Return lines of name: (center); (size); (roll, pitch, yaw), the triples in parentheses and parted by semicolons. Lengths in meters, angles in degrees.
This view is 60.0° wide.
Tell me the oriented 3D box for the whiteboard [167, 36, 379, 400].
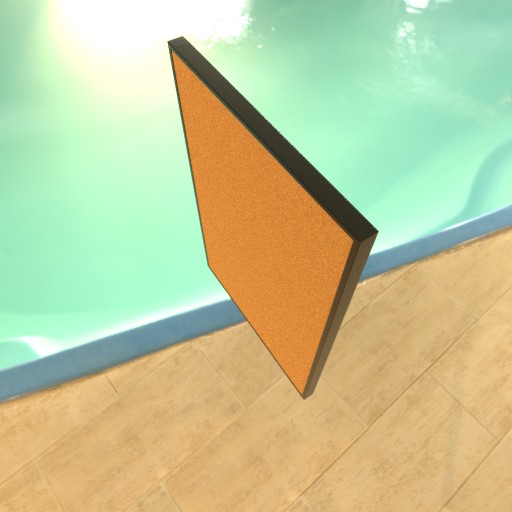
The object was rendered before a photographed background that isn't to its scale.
whiteboard: (0.000, 0.000, 0.788); (0.026, 0.611, 0.406); (-30, 62, -17)
